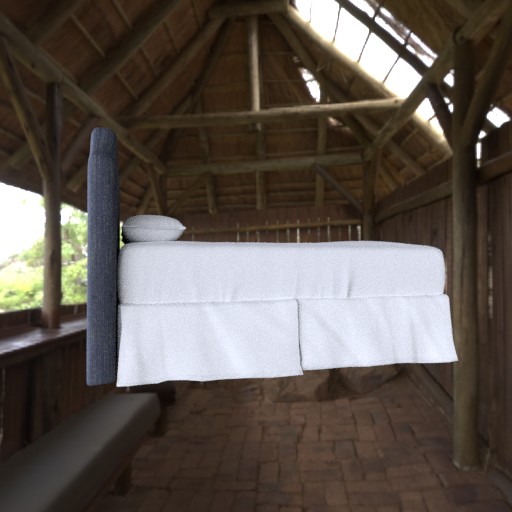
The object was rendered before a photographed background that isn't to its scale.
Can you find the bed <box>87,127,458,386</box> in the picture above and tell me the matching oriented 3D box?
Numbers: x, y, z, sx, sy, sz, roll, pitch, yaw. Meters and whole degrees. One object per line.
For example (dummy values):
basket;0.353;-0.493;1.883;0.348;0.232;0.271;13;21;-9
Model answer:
bed;0.000;0.000;3.132;2.116;1.290;1.693;0;-1;-17
